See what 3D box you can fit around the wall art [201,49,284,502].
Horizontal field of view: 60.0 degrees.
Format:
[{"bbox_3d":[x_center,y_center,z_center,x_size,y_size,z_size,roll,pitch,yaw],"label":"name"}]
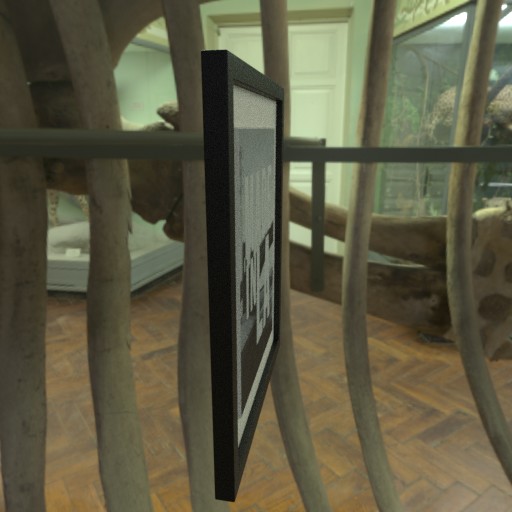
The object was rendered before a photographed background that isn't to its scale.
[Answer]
[{"bbox_3d":[0.000,0.000,0.735,0.028,0.559,0.457,3,16,10],"label":"wall art"}]
